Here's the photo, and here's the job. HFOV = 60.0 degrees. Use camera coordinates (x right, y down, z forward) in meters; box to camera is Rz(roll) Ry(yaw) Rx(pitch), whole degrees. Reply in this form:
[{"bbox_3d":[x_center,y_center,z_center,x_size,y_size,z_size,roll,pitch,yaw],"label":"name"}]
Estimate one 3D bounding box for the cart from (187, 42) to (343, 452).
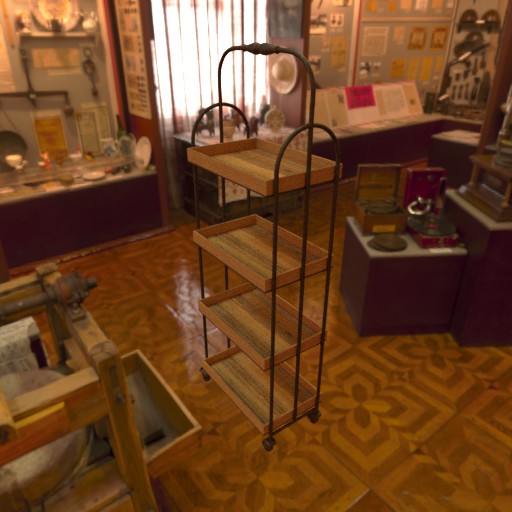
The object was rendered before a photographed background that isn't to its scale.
[{"bbox_3d":[0.000,0.000,1.706,0.308,1.481,0.581,-18,32,-31],"label":"cart"}]
